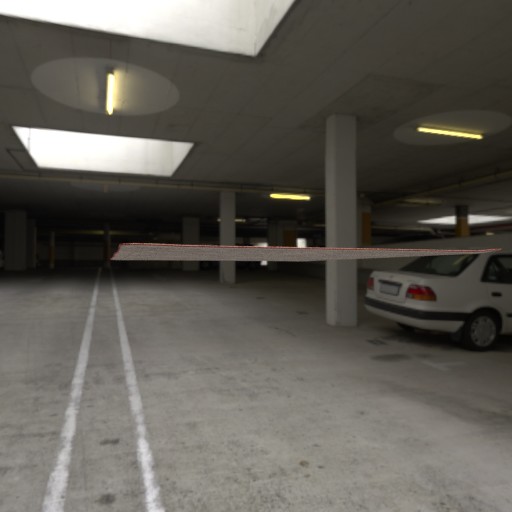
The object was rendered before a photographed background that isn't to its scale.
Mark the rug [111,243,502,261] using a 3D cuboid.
[{"bbox_3d":[0.000,0.000,4.057,2.489,0.030,3.086,1,-2,-19],"label":"rug"}]
